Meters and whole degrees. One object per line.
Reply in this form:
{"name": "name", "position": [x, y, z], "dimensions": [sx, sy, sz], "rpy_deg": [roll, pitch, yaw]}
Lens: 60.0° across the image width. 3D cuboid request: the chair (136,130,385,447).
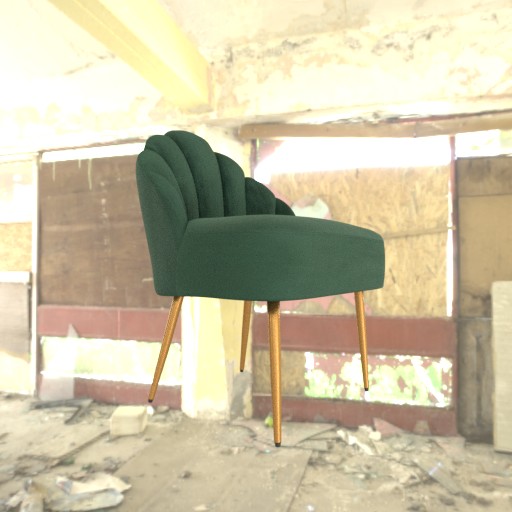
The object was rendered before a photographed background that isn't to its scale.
{"name": "chair", "position": [0.000, 0.000, 1.287], "dimensions": [0.599, 0.819, 0.657], "rpy_deg": [0, -1, 36]}
